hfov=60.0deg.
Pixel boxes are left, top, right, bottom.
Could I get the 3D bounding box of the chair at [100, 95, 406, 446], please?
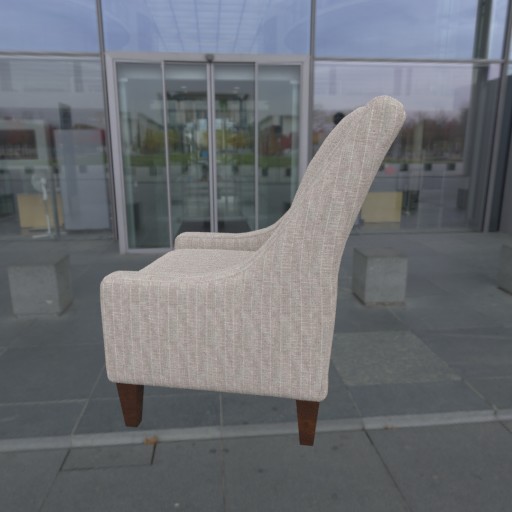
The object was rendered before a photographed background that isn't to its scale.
[{"bbox_3d":[0.000,0.000,1.610,0.870,1.014,0.774,2,14,9],"label":"chair"}]
